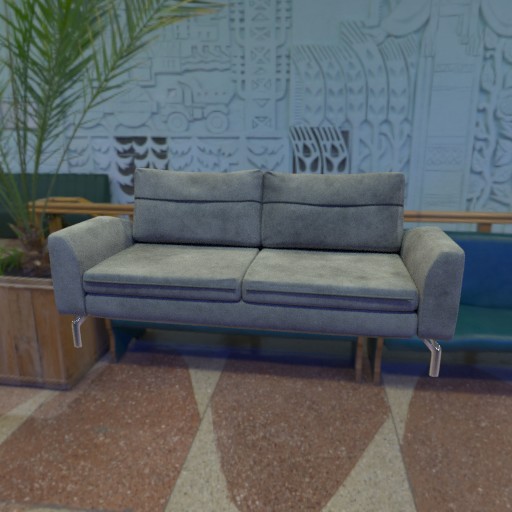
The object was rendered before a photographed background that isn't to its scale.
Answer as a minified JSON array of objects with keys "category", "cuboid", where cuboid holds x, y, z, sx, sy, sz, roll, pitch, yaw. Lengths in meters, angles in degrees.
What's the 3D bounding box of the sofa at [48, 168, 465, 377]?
[{"category":"sofa","cuboid":[0.000,0.000,2.334,1.837,0.859,0.849,3,16,9]}]
